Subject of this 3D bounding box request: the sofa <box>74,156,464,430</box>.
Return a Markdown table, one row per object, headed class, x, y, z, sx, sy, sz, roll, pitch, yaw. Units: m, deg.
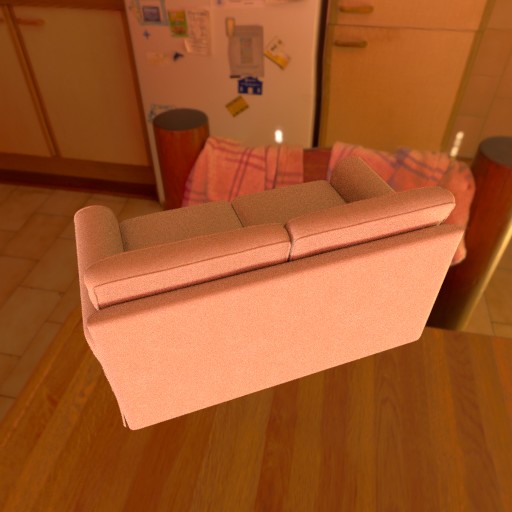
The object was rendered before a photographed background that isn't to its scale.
| class | x | y | z | sx | sy | sz | roll | pitch | yaw |
| --- | --- | --- | --- | --- | --- | --- | --- | --- | --- |
| sofa | 0.000 | 0.000 | 2.334 | 1.727 | 0.940 | 0.991 | -13 | 44 | -14 |
